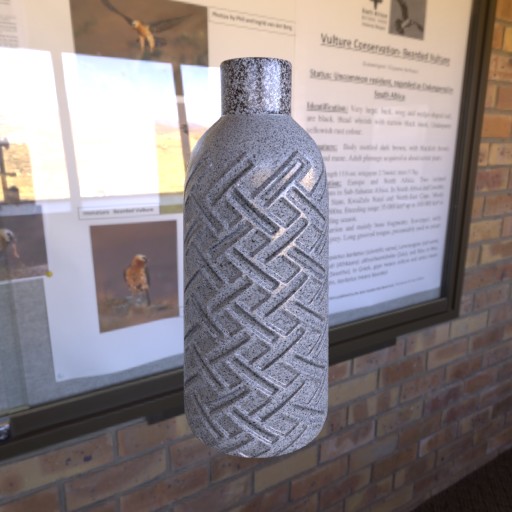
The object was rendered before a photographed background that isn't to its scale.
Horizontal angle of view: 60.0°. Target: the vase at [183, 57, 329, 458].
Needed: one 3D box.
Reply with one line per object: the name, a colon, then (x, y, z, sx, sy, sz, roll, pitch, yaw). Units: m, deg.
vase: (0.000, 0.000, 0.350, 0.122, 0.282, 0.122, 0, 14, 0)
